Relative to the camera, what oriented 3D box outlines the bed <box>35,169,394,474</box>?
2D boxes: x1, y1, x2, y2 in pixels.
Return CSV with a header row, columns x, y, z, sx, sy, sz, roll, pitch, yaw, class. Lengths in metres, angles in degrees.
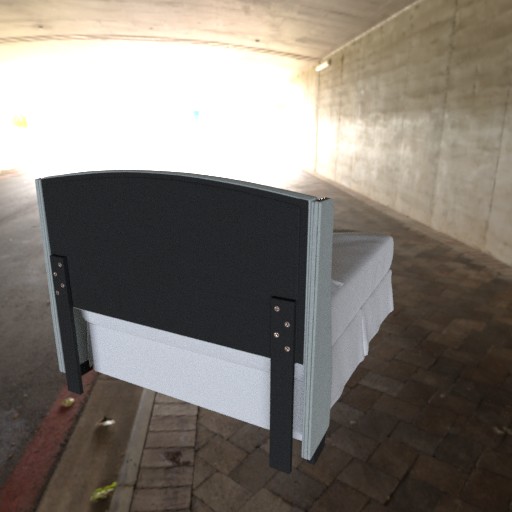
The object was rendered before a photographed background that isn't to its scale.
x,y,z,sx,sy,sz,roll,pitch,yaw,class
0.000,0.000,3.230,1.710,1.407,2.237,8,18,26,bed
